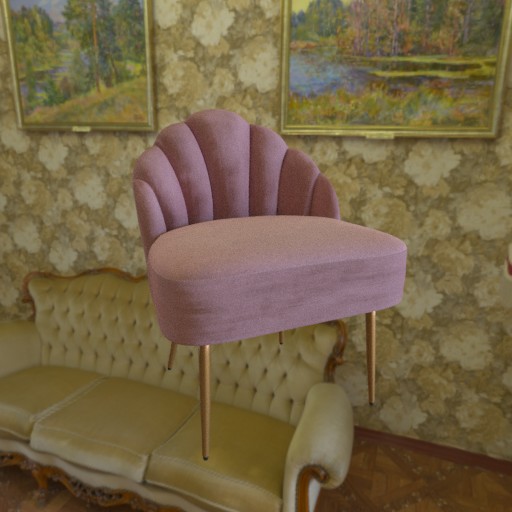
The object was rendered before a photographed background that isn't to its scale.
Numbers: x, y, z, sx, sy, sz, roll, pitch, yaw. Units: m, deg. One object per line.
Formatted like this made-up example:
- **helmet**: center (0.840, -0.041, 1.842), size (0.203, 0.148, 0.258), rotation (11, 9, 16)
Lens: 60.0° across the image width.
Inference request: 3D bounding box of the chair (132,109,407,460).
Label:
- **chair**: center (0.000, 0.000, 1.248), size (0.657, 0.819, 0.599), rotation (-7, 16, -25)
